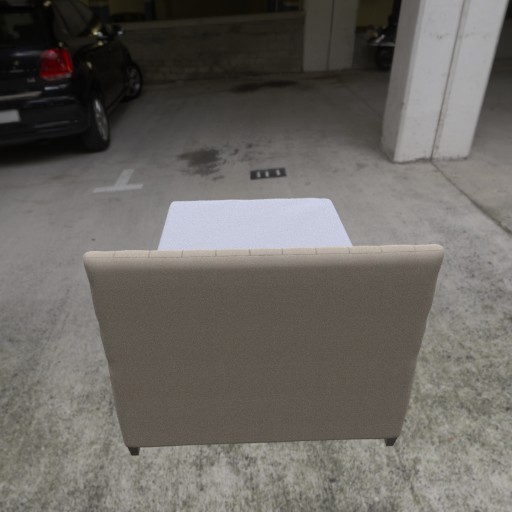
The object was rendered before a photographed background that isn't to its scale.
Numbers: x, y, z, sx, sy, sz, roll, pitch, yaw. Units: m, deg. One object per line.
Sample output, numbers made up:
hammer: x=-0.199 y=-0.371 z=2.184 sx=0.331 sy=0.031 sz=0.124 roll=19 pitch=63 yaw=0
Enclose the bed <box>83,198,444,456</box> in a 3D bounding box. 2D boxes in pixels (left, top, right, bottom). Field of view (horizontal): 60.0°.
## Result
bed: x=0.000 y=0.000 z=3.387 sx=1.698 sy=1.427 sz=2.387 roll=-1 pitch=31 yaw=-2
